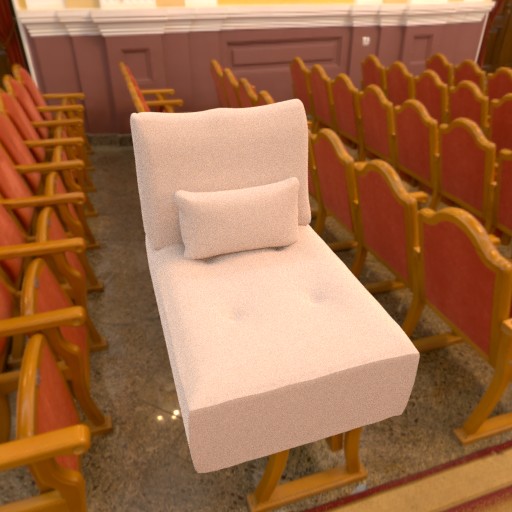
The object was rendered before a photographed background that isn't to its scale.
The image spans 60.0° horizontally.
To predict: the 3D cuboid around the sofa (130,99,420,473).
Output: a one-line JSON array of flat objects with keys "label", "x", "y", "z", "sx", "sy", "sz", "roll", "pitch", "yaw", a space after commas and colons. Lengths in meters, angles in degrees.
[{"label": "sofa", "x": 0.000, "y": 0.000, "z": 1.548, "sx": 0.700, "sy": 0.820, "sz": 1.000, "roll": -10, "pitch": 34, "yaw": -15}]
